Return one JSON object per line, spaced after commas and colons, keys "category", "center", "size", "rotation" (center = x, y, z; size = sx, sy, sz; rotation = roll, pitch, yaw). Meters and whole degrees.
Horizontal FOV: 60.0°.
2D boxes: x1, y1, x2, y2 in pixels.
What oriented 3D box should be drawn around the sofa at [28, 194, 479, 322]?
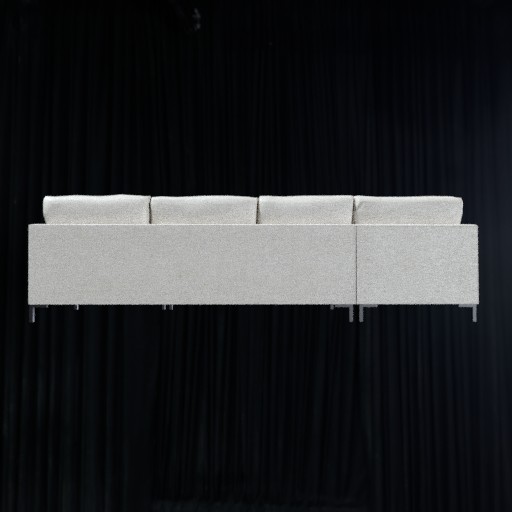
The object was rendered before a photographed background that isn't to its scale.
{"category": "sofa", "center": [0.000, 0.000, 4.314], "size": [3.384, 0.996, 2.048], "rotation": [0, 0, 0]}
